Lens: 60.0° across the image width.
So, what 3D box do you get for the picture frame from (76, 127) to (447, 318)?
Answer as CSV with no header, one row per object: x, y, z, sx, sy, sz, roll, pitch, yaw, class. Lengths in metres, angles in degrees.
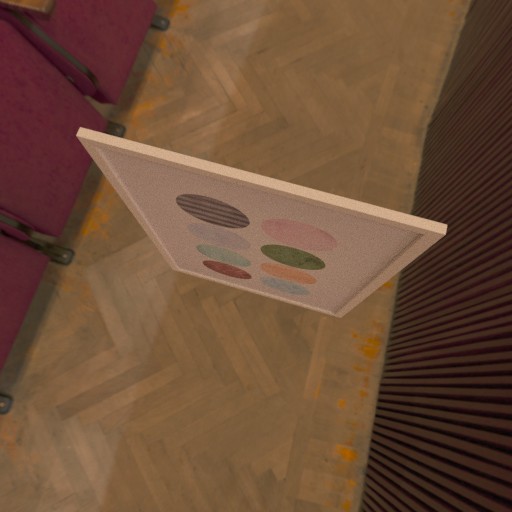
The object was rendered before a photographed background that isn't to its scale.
0.000,0.000,0.843,0.457,0.657,0.013,16,74,5,picture frame
